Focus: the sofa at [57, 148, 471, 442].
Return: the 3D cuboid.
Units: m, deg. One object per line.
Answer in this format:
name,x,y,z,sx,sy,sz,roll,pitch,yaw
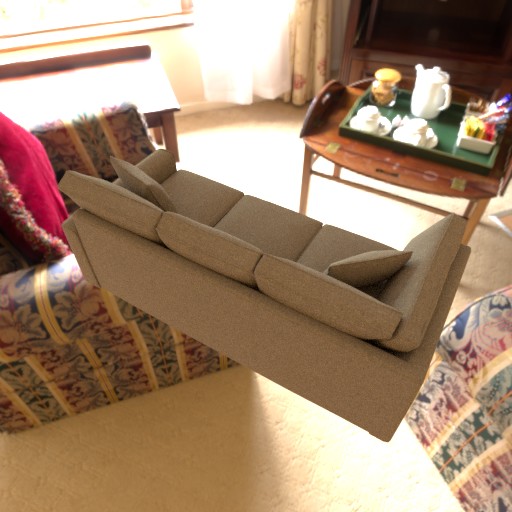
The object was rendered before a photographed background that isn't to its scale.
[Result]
sofa,0.000,0.000,2.843,2.317,0.962,1.061,24,51,21
